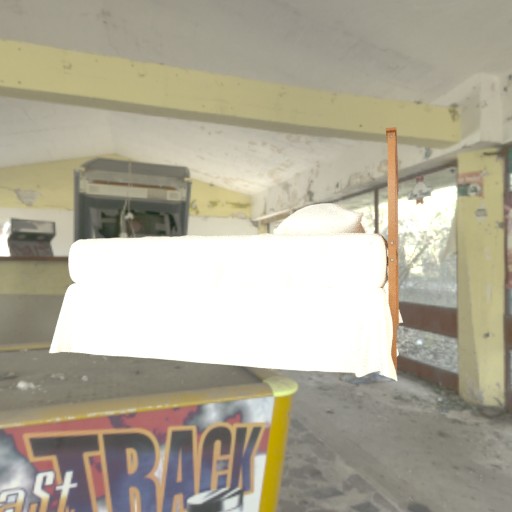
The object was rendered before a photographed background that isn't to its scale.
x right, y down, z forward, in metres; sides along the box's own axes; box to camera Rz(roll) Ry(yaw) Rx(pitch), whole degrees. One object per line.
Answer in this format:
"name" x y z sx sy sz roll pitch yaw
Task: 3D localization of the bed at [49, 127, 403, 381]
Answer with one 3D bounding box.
"bed" 0.000 0.000 3.517 2.215 1.270 2.317 0 -1 18
